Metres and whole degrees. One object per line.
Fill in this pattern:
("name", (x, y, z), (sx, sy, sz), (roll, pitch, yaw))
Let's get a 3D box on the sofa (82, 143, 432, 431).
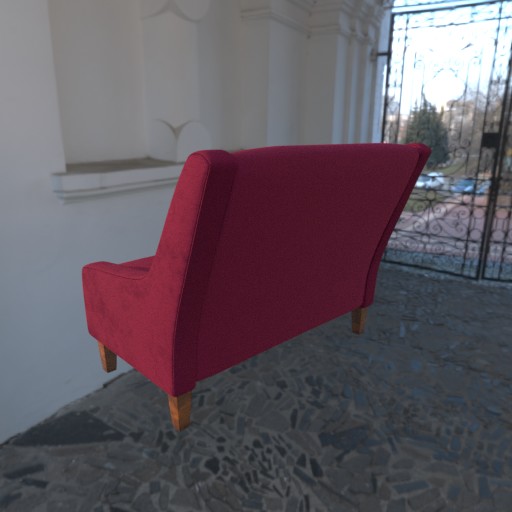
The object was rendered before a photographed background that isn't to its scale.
("sofa", (0.000, 0.000, 1.965), (1.242, 0.976, 0.946), (-15, 21, -42))
